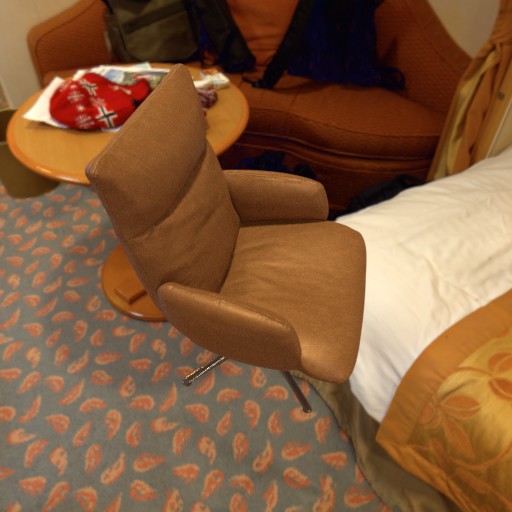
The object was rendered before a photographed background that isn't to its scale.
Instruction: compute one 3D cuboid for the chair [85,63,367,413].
[{"bbox_3d":[0.000,0.000,1.528,0.794,1.027,0.711,10,47,9],"label":"chair"}]
